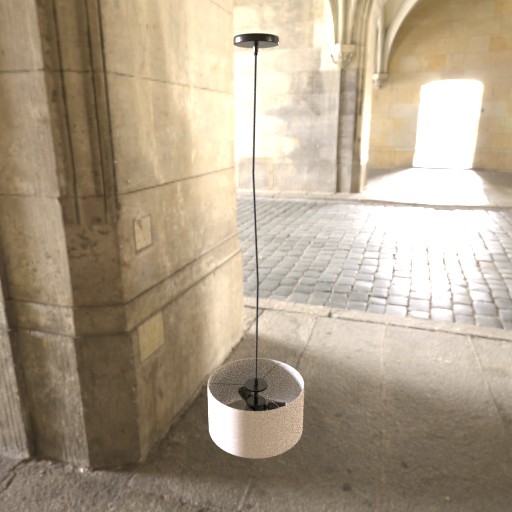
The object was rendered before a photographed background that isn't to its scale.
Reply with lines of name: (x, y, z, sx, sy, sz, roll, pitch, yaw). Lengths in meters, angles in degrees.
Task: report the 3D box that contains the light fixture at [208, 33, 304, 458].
light fixture: (0.000, 0.000, 1.690, 0.399, 1.516, 0.399, 0, 17, 0)
